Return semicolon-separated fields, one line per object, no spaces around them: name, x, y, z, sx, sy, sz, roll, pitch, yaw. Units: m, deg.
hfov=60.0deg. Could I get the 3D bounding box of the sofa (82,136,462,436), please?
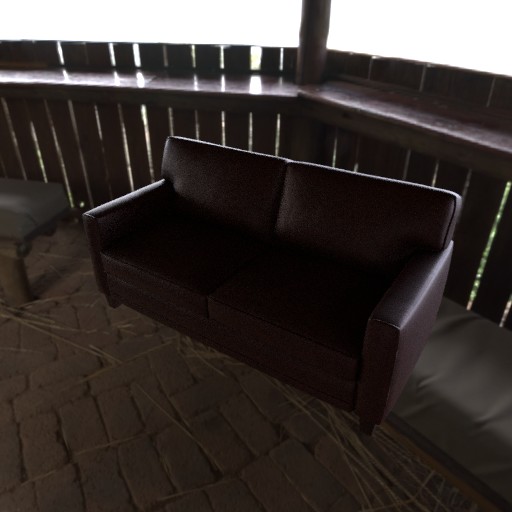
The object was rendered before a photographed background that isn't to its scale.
sofa;0.000;0.000;2.430;1.876;0.928;0.912;19;35;29
